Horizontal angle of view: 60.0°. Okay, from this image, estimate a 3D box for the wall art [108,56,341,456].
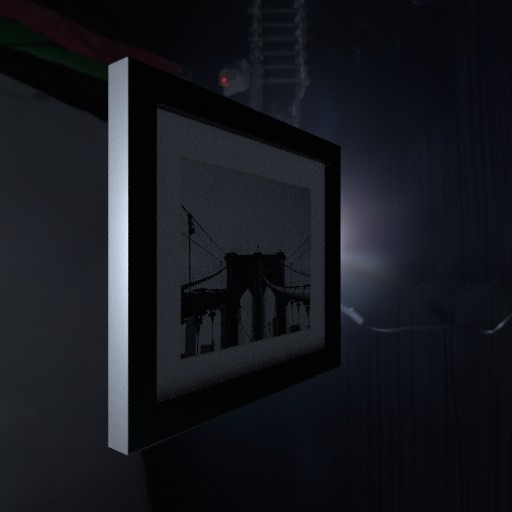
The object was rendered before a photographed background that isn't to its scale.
[{"bbox_3d":[0.000,0.000,0.524,0.028,0.330,0.380,0,0,38],"label":"wall art"}]
